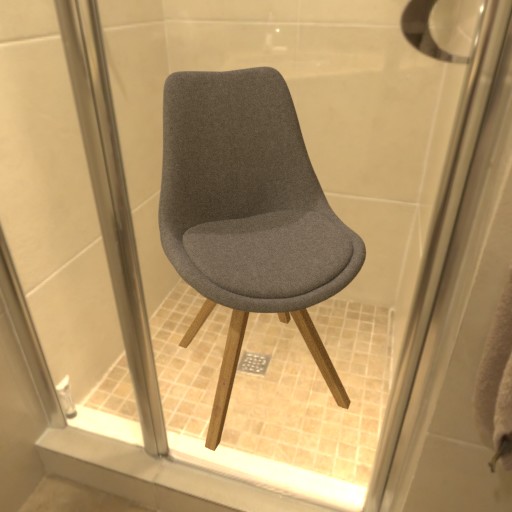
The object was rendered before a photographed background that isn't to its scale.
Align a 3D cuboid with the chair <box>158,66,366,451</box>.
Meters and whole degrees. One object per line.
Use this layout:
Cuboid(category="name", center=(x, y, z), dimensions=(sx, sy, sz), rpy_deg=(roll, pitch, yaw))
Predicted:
Cuboid(category="chair", center=(0.000, 0.000, 1.188), dimensions=(0.483, 0.865, 0.550), rpy_deg=(-11, 33, -17))
